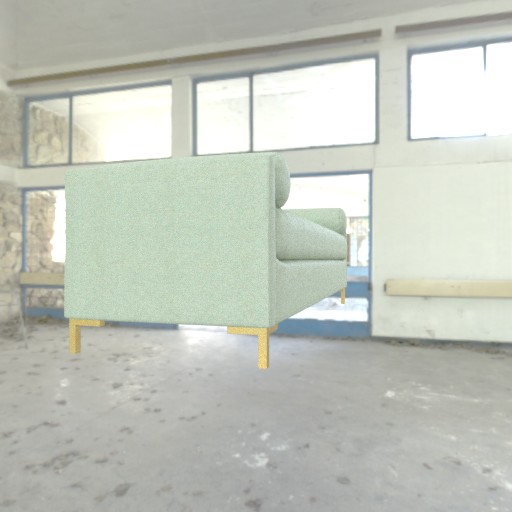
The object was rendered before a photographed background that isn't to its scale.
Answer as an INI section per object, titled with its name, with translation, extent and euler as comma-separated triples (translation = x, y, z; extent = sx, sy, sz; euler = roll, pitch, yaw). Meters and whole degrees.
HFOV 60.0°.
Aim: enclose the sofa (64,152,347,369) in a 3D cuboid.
[sofa]
translation = 0.000, 0.000, 2.441
extent = 0.796, 0.705, 2.102
euler = 0, 0, 18
